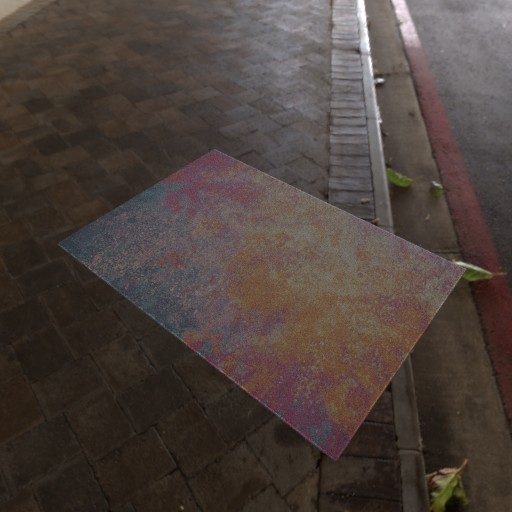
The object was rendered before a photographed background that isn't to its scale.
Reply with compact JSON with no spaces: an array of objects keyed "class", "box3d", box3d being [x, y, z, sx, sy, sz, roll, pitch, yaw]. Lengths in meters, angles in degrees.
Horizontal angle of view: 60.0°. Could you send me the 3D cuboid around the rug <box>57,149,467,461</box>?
[{"class":"rug","box3d":[0.000,0.000,3.787,2.896,0.013,2.007,31,53,27]}]
